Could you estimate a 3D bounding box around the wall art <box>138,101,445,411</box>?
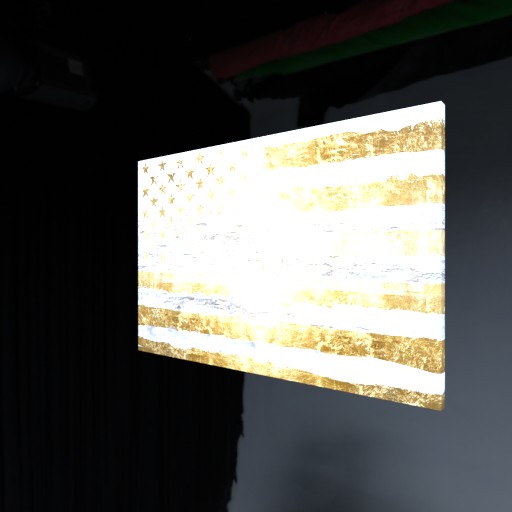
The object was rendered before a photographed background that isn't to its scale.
[{"bbox_3d":[0.000,0.000,1.163,0.932,0.610,0.027,0,0,37],"label":"wall art"}]
